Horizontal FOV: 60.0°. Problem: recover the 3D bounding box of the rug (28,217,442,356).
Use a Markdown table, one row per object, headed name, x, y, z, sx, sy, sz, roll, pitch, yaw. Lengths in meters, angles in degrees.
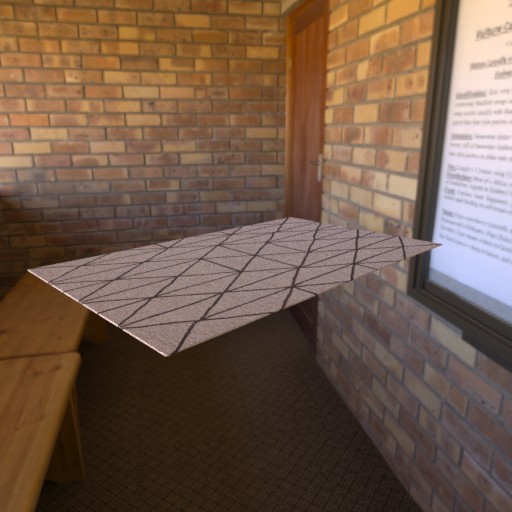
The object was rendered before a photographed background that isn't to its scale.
| name | x | y | z | sx | sy | sz | roll | pitch | yaw |
| --- | --- | --- | --- | --- | --- | --- | --- | --- | --- |
| rug | 0.000 | 0.000 | 3.048 | 2.465 | 0.008 | 1.526 | -15 | 22 | -42 |
